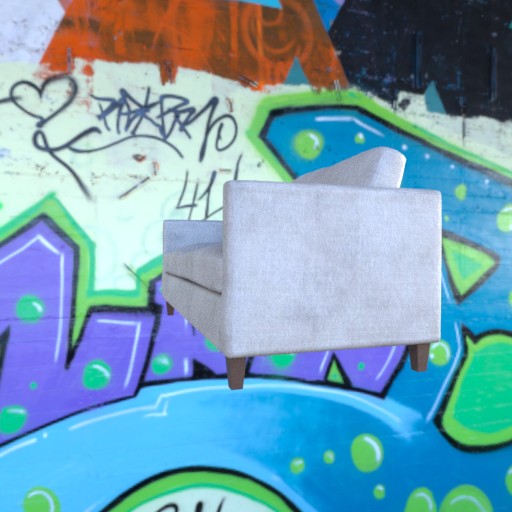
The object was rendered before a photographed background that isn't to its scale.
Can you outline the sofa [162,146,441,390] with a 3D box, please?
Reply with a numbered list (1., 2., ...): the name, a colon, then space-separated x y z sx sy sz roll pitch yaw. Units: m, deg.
1. sofa: 0.000 0.000 2.730 0.951 0.965 2.208 0 1 -18
